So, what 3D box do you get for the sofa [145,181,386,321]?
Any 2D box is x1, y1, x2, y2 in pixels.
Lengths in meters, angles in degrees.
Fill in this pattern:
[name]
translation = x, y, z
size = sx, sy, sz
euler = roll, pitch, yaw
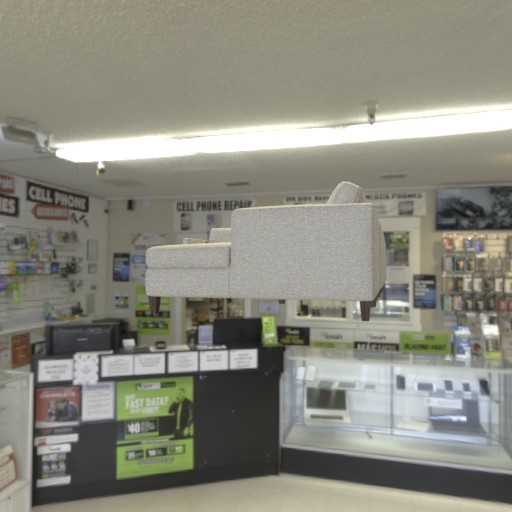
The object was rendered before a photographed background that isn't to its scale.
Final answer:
[sofa]
translation = 0.000, 0.000, 4.610
size = 2.551, 0.889, 3.403
euler = 0, -2, 17
